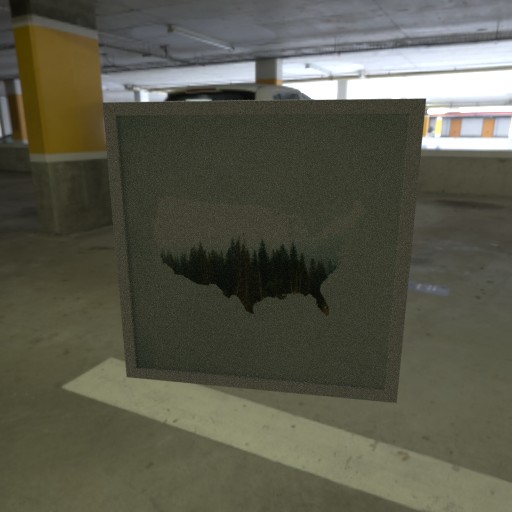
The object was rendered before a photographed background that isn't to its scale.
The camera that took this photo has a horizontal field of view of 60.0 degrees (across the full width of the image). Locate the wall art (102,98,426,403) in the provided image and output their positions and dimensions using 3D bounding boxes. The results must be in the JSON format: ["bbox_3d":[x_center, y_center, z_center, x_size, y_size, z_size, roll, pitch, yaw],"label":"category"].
[{"bbox_3d":[0.000,0.000,1.151,0.762,0.762,0.038,3,16,9],"label":"wall art"}]
